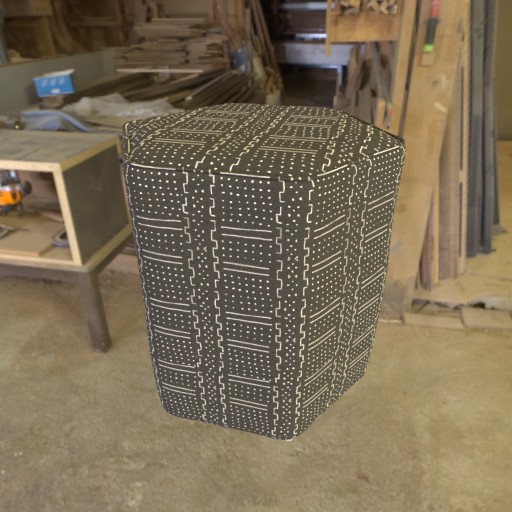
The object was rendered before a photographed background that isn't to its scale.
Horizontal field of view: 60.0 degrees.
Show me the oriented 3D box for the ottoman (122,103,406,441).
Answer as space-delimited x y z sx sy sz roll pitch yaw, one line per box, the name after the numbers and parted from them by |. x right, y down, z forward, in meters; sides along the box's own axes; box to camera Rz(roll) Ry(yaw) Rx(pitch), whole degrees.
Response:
0.000 0.000 0.862 0.494 0.502 0.443 7 30 13 | ottoman
